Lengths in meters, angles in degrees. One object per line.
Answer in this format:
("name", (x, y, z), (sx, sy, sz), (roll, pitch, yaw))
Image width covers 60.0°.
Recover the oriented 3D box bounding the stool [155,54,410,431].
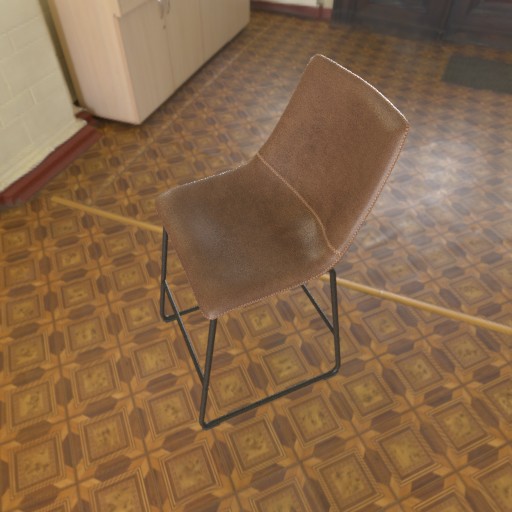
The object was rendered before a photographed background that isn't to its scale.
("stool", (0.000, 0.000, 1.226), (0.550, 0.890, 0.460), (-18, 49, -16))
